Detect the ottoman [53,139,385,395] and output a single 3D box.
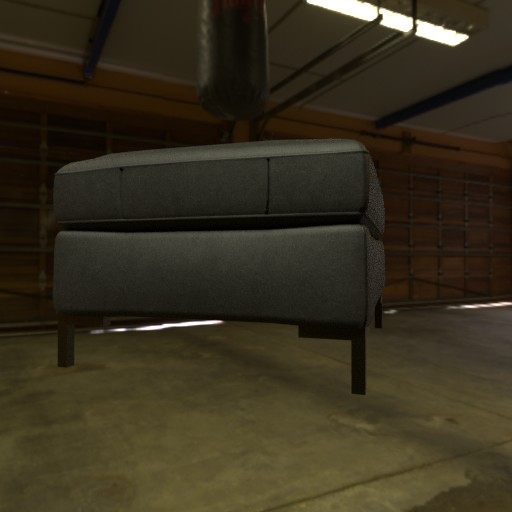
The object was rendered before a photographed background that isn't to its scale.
[{"bbox_3d":[0.000,0.000,1.779,0.967,0.696,1.187,0,0,18],"label":"ottoman"}]
